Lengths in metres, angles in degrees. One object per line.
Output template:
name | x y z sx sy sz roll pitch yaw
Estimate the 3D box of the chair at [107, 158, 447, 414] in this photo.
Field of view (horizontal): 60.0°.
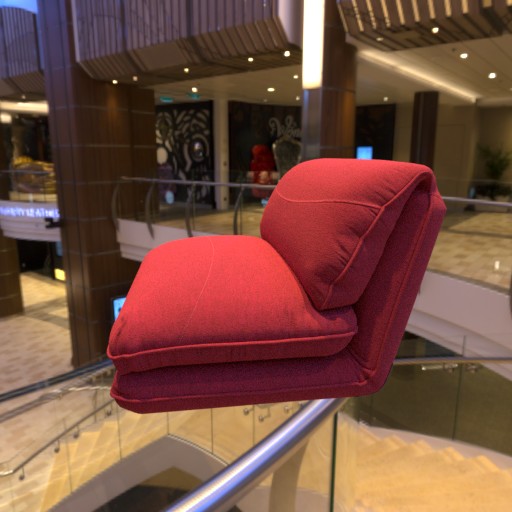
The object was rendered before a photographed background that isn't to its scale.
chair | 0.000 0.000 1.354 0.780 0.580 0.820 -2 13 -8
